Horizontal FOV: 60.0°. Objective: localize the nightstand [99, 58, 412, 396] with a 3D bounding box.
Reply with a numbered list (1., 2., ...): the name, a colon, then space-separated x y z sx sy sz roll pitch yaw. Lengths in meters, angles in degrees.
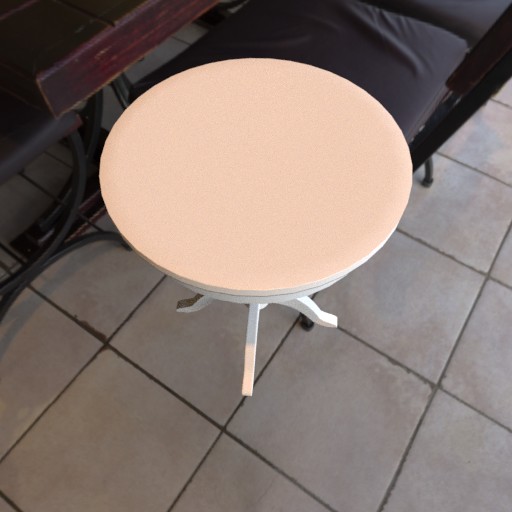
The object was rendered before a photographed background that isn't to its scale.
1. nightstand: 0.000 0.000 1.014 0.513 0.653 0.513 13 59 8
